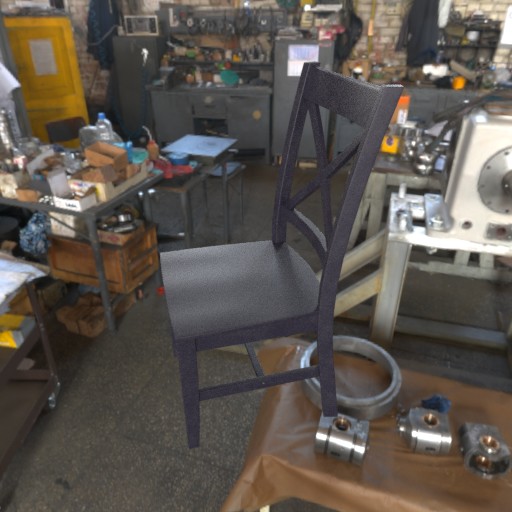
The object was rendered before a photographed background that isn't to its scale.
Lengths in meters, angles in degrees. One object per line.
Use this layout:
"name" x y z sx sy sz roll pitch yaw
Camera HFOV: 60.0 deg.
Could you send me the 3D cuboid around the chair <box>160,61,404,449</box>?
"chair" 0.000 0.000 1.291 0.542 0.983 0.485 -8 30 -13
